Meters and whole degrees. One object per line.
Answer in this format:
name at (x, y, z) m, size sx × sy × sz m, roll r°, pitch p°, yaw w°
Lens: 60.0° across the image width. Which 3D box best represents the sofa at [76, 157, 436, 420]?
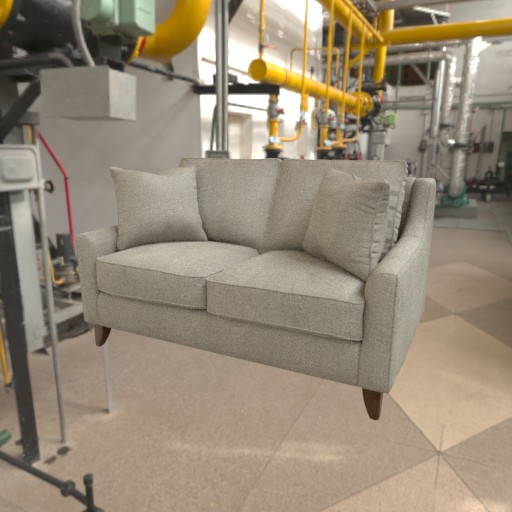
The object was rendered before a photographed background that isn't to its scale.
sofa at (0.000, 0.000, 2.039) m, size 1.422 × 0.863 × 0.915 m, roll 7°, pitch 16°, yaw 26°
